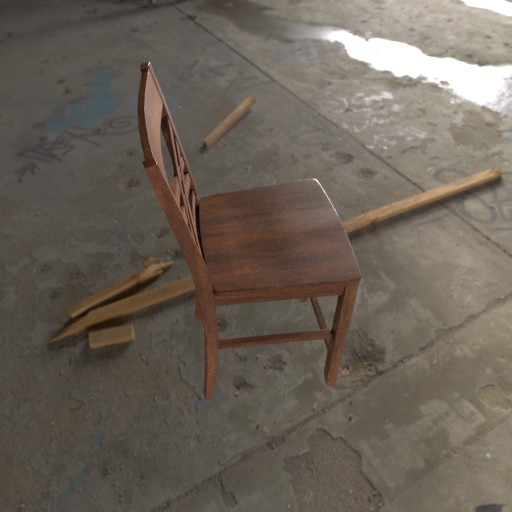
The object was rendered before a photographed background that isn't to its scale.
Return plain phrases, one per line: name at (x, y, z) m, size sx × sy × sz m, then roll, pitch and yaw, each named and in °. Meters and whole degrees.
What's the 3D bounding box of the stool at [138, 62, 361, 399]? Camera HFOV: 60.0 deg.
stool at (0.000, 0.000, 1.408) m, size 0.539 × 1.079 × 0.462 m, roll -8°, pitch 48°, yaw -7°
